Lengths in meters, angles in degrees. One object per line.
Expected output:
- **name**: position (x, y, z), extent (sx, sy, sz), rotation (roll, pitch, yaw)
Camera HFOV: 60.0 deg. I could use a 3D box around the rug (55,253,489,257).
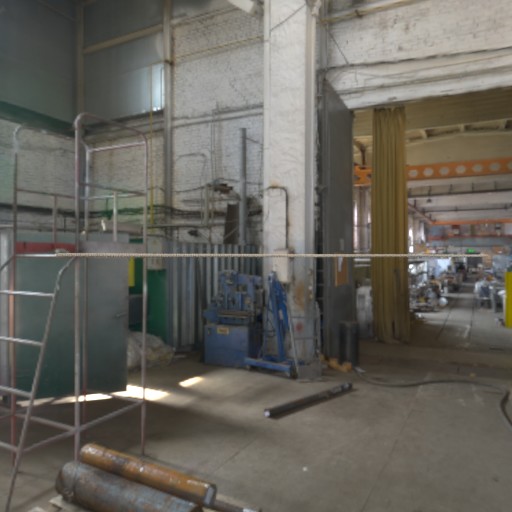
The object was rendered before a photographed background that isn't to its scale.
- **rug**: position (0.000, 0.000, 4.372), extent (3.381, 0.026, 2.436), rotation (0, 0, -18)
